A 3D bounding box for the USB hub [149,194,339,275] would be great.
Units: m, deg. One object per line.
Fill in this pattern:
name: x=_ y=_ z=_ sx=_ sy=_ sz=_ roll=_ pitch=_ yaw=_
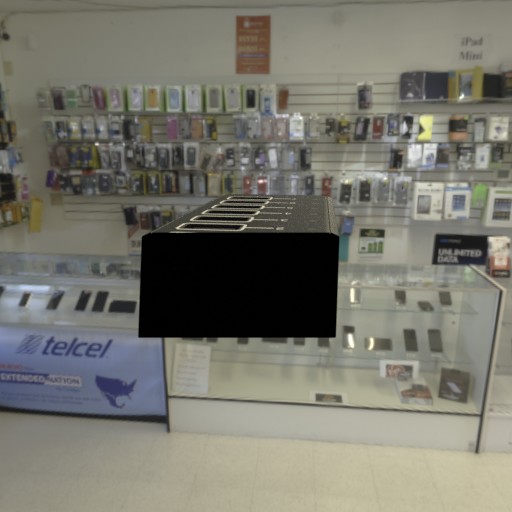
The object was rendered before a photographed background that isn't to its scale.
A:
USB hub: x=0.000 y=0.000 z=0.126 sx=0.044 sy=0.023 sz=0.110 roll=2 pitch=14 yaw=8
